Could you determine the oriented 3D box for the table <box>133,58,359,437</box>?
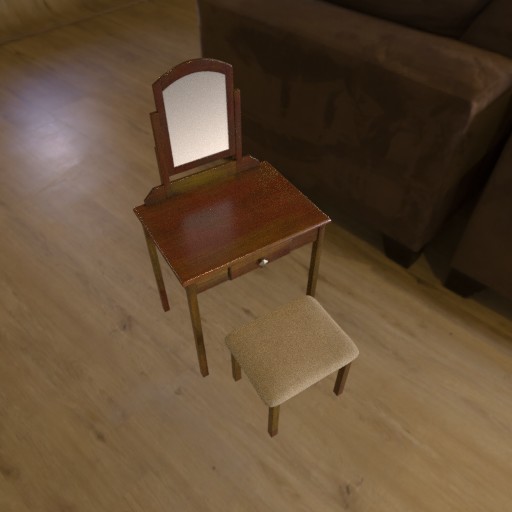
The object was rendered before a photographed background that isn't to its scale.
[{"bbox_3d":[0.000,0.000,2.324,0.876,1.631,1.211,-24,51,-21],"label":"table"}]
